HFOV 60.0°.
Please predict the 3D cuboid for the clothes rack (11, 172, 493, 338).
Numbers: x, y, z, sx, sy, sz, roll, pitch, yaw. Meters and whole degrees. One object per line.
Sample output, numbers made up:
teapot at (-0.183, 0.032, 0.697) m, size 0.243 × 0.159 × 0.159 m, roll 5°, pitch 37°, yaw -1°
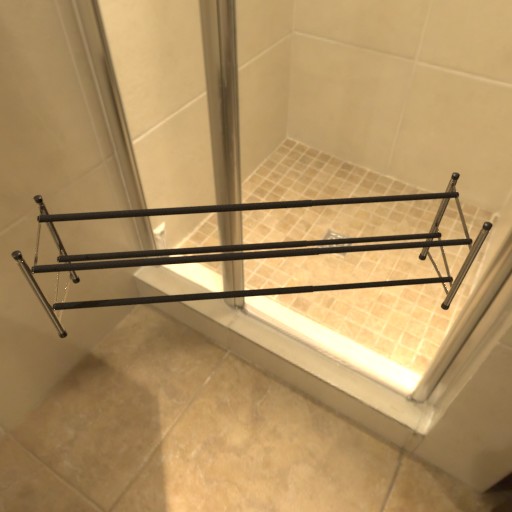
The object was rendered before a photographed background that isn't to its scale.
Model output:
clothes rack at (0.000, 0.000, 1.267) m, size 1.168 × 0.349 × 0.229 m, roll -4°, pitch 47°, yaw -3°
